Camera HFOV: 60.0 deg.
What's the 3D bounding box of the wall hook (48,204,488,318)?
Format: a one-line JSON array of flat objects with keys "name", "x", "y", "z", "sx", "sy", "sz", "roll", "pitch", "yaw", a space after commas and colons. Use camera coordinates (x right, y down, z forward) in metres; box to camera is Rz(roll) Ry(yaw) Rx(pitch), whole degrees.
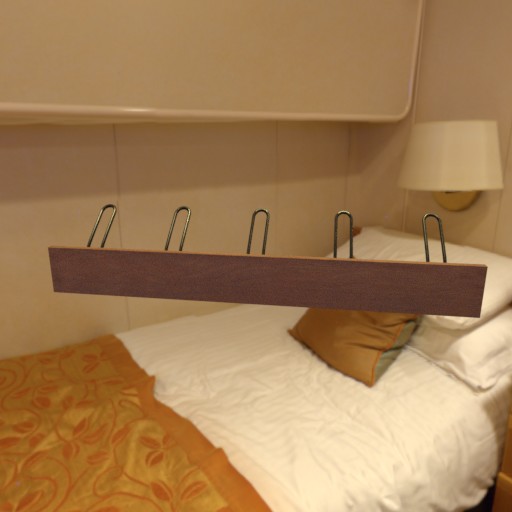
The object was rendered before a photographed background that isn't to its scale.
[{"name": "wall hook", "x": 0.000, "y": 0.000, "z": 0.593, "sx": 0.554, "sy": 0.116, "sz": 0.076, "roll": 3, "pitch": 16, "yaw": 9}]
